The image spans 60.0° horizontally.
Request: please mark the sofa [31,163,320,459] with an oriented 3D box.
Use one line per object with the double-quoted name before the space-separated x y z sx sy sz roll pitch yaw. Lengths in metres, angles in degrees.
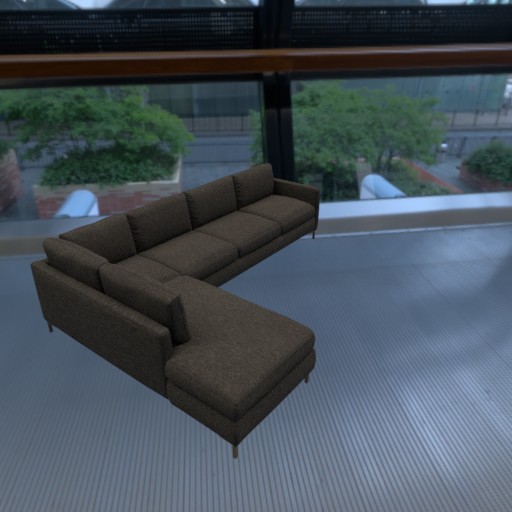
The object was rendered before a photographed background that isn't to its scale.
"sofa" 0.000 0.000 3.830 2.007 0.815 2.949 19 32 33
